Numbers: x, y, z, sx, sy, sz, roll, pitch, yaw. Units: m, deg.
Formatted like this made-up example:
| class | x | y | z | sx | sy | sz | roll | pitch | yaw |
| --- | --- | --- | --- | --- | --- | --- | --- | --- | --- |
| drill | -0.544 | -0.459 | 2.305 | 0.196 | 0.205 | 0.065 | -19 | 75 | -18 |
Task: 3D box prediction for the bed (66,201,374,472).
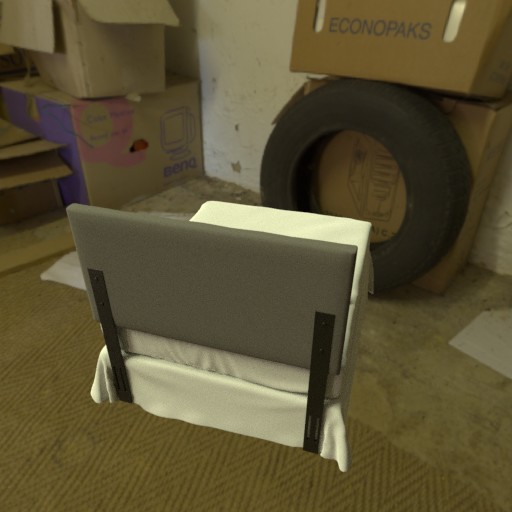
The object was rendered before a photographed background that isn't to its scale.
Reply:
| class | x | y | z | sx | sy | sz | roll | pitch | yaw |
| --- | --- | --- | --- | --- | --- | --- | --- | --- | --- |
| bed | 0.000 | 0.000 | 3.522 | 1.936 | 1.577 | 2.222 | 9 | 33 | 15 |
